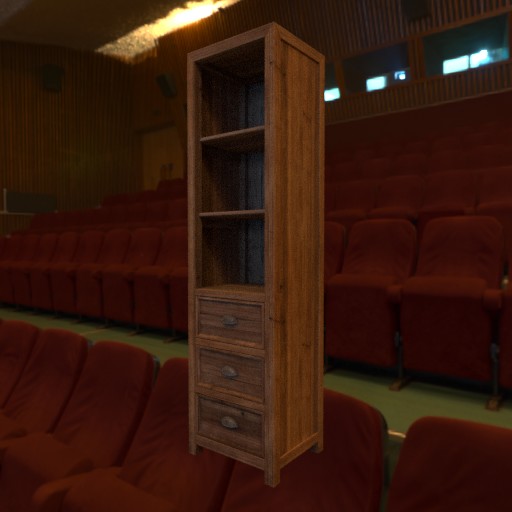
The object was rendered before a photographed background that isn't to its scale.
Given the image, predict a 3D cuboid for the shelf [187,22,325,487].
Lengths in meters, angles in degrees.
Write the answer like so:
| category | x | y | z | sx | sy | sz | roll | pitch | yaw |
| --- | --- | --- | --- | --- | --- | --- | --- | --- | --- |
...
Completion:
| category | x | y | z | sx | sy | sz | roll | pitch | yaw |
| --- | --- | --- | --- | --- | --- | --- | --- | --- | --- |
| shelf | 0.000 | 0.000 | 2.122 | 0.500 | 1.900 | 0.428 | 1 | 2 | 37 |
